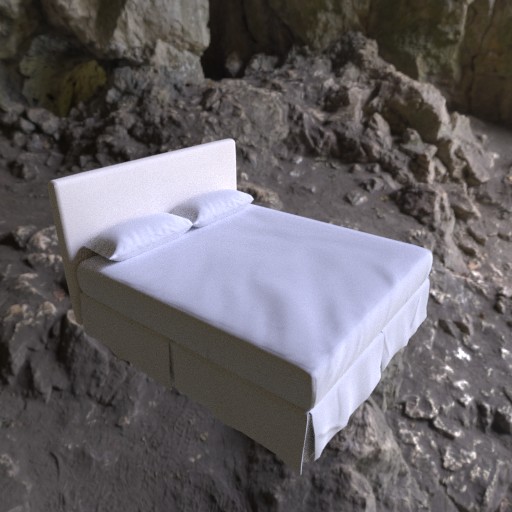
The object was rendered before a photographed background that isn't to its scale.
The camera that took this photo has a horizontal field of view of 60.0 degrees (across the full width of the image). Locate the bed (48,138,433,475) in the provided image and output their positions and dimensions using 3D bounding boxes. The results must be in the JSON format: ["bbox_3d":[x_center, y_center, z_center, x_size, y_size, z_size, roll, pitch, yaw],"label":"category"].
[{"bbox_3d":[0.000,0.000,3.572,2.341,1.317,2.119,18,31,33],"label":"bed"}]
